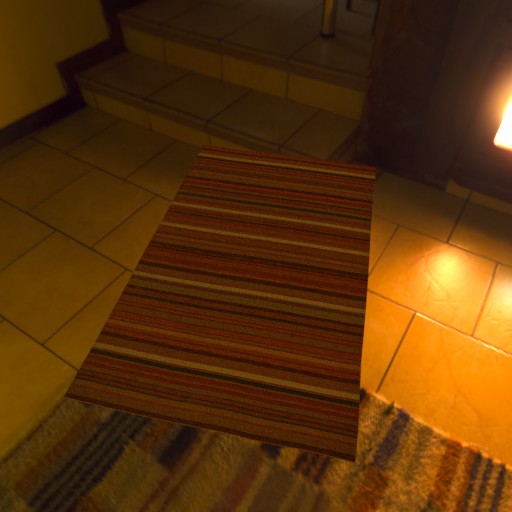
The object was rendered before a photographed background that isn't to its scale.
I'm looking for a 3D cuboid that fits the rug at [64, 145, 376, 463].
[{"bbox_3d":[0.000,0.000,3.027,1.523,0.008,2.438,9,48,9],"label":"rug"}]
